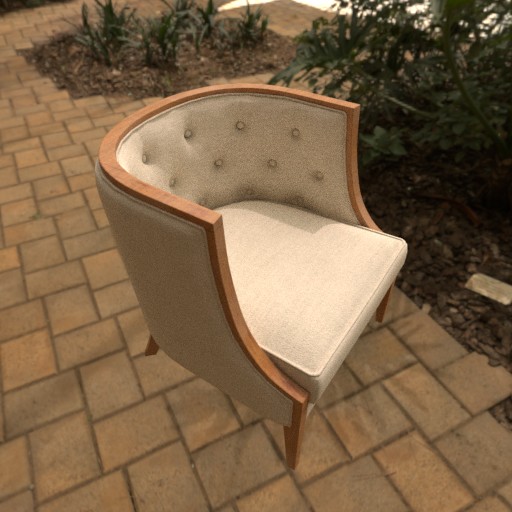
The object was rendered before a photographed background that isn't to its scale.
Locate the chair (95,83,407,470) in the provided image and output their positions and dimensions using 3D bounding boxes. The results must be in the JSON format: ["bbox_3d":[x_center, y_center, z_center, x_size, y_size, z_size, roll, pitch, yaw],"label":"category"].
[{"bbox_3d":[0.000,0.000,1.356,0.757,0.775,0.711,24,46,25],"label":"chair"}]
